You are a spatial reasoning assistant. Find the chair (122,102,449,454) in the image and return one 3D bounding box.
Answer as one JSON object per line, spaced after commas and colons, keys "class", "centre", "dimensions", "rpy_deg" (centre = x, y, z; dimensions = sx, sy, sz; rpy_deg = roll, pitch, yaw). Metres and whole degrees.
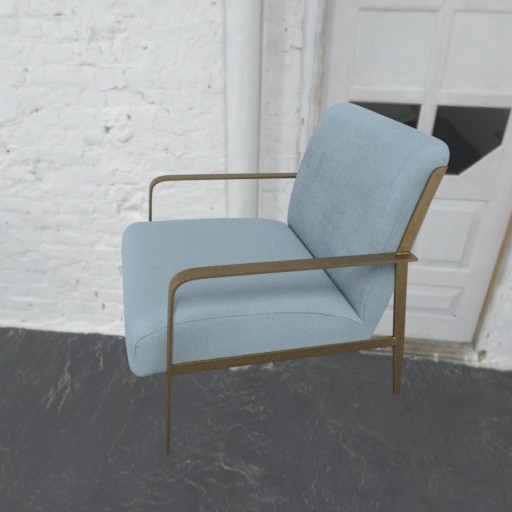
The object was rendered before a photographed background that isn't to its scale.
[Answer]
{"class": "chair", "centre": [0.000, 0.000, 1.424], "dimensions": [0.842, 0.824, 0.701], "rpy_deg": [-8, 31, -14]}
